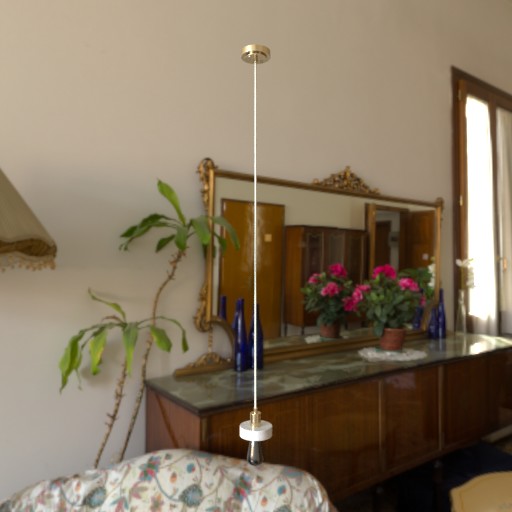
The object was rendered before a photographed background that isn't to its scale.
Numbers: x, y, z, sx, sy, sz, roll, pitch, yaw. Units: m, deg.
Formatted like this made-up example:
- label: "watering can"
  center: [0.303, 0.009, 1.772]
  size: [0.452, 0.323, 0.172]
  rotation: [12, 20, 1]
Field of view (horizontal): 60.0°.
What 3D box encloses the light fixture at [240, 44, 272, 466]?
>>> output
- label: "light fixture"
  center: [0.000, 0.000, 1.787]
  size: [0.129, 1.669, 0.129]
  rotation: [-1, -2, 18]
